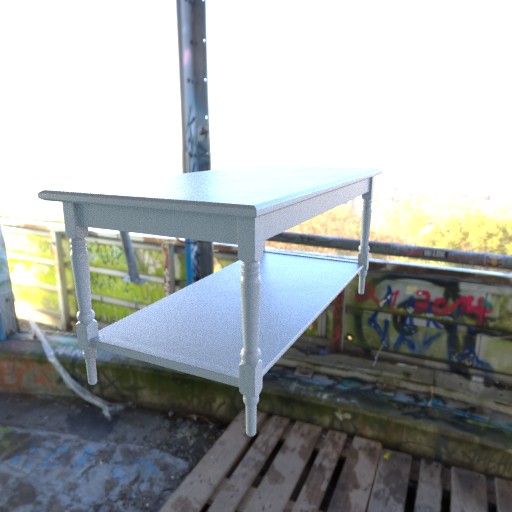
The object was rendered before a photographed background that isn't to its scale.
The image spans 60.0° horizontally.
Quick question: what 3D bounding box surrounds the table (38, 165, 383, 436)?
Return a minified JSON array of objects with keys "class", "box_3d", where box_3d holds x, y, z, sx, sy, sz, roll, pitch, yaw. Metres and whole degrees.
[{"class":"table","box_3d":[0.000,0.000,1.424,0.551,0.506,1.109,7,17,25]}]
